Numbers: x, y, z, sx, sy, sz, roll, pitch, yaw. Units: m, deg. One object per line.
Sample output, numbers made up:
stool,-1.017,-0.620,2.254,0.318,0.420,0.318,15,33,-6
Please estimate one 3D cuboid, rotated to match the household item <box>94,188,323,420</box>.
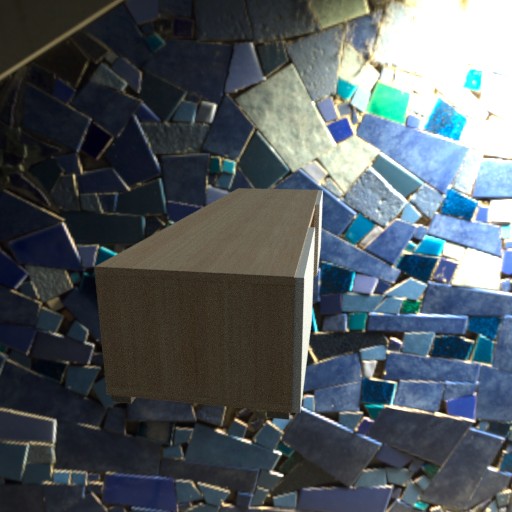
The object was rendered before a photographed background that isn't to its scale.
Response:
household item,0.000,0.000,1.561,0.420,0.310,1.400,3,15,9
